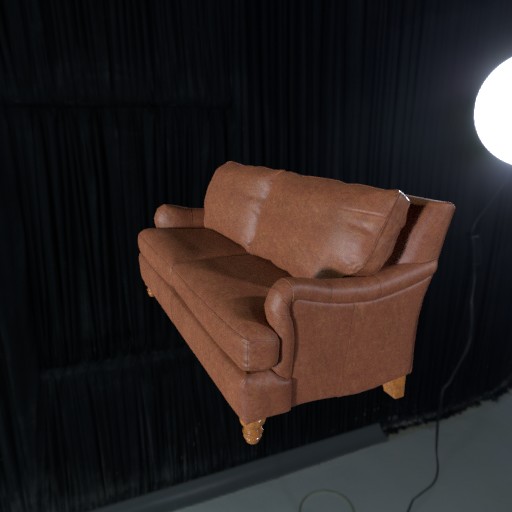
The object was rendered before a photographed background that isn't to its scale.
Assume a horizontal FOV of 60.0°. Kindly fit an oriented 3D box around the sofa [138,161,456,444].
[{"bbox_3d":[0.000,0.000,2.856,1.147,1.071,2.144,-8,18,-24],"label":"sofa"}]
